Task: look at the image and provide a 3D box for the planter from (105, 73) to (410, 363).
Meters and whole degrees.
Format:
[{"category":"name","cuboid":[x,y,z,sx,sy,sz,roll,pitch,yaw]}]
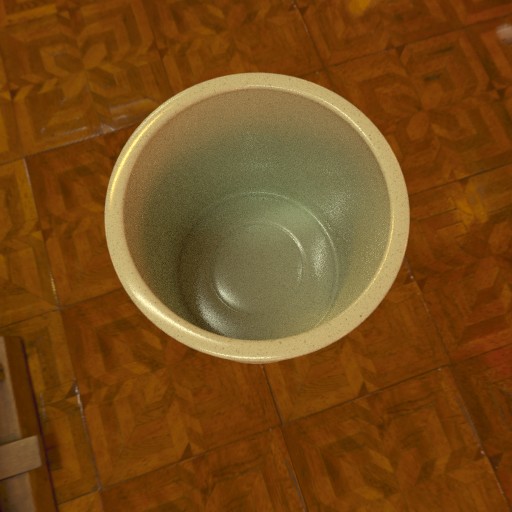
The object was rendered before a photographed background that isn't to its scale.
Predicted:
[{"category":"planter","cuboid":[0.000,0.000,0.685,0.314,0.475,0.323,-16,77,-4]}]
